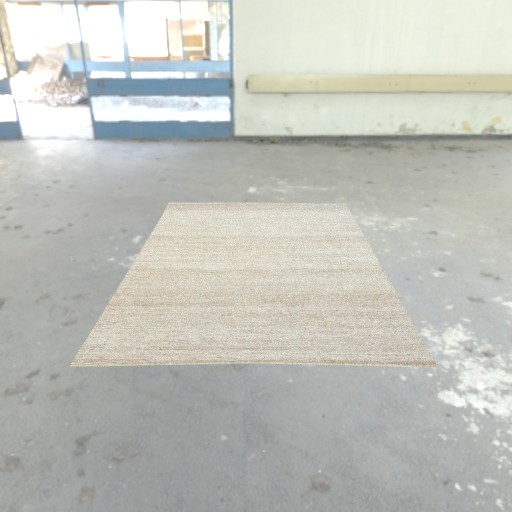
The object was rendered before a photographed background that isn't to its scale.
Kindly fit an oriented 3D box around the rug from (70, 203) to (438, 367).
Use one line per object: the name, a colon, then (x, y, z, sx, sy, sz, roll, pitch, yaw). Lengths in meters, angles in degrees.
rug: (0.000, 0.000, 2.948, 1.596, 0.030, 2.283, 0, 25, 1)
